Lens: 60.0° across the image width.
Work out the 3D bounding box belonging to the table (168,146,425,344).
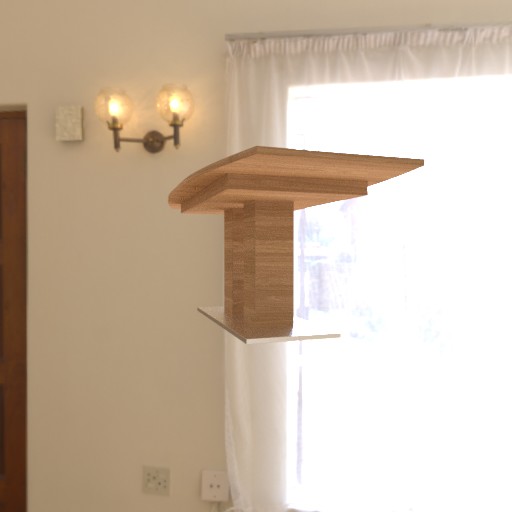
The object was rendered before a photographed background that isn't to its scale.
[{"bbox_3d":[0.000,0.000,2.527,0.900,0.750,2.032,0,1,-18],"label":"table"}]
